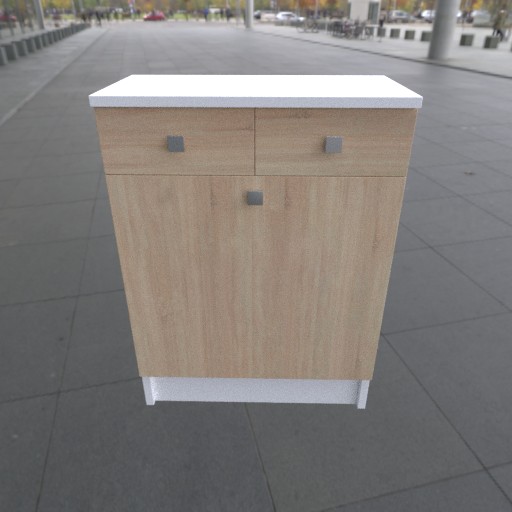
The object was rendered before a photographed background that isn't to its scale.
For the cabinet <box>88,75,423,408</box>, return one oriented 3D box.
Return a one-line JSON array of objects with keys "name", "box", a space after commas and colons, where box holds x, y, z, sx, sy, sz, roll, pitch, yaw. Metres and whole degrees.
[{"name": "cabinet", "box": [0.000, 0.000, 1.117, 0.600, 0.815, 0.296, 1, 29, 1]}]
